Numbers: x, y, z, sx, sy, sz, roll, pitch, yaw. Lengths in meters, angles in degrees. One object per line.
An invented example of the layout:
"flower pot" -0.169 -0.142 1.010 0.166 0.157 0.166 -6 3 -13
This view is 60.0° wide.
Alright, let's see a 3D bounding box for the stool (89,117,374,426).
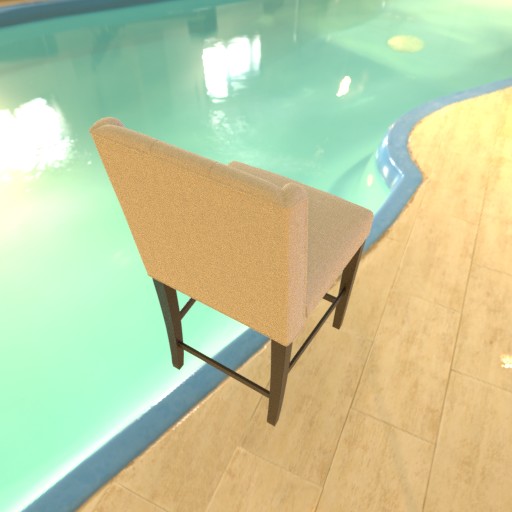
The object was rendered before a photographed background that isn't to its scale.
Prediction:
"stool" 0.000 0.000 1.228 0.474 0.939 0.509 24 51 21
